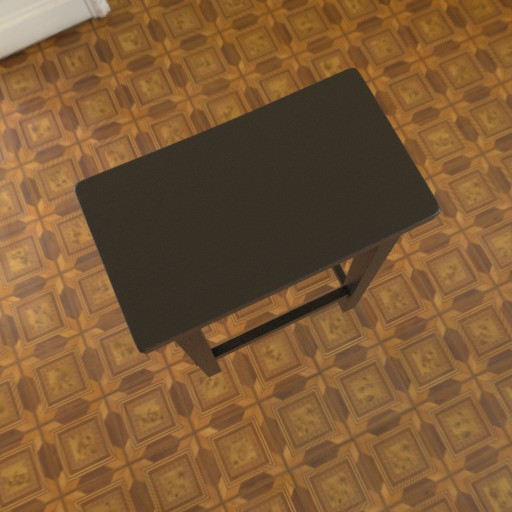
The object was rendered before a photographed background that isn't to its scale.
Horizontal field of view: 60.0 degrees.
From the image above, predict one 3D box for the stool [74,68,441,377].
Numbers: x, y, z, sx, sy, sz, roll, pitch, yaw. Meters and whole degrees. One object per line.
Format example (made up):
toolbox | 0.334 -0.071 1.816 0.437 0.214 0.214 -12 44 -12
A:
stool | 0.000 0.000 0.847 0.406 0.610 0.322 -25 77 -6
